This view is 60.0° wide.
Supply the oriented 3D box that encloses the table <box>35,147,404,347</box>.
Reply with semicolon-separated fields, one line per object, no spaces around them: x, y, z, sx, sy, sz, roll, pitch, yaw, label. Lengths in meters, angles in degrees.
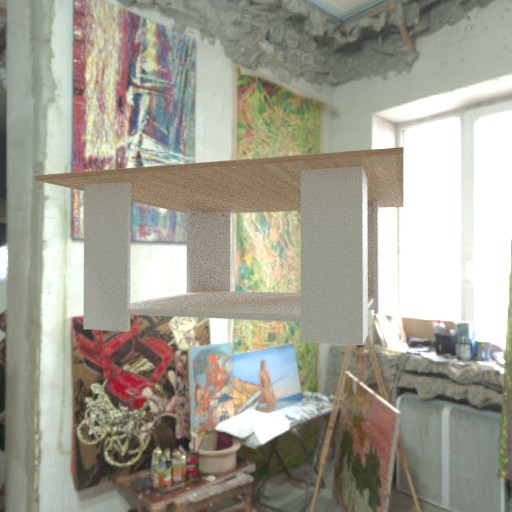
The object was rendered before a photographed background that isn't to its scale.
0.000;0.000;1.059;0.670;0.305;0.670;0;-1;18;table
